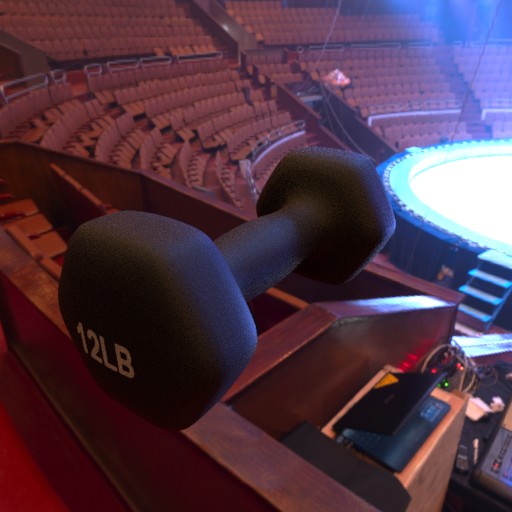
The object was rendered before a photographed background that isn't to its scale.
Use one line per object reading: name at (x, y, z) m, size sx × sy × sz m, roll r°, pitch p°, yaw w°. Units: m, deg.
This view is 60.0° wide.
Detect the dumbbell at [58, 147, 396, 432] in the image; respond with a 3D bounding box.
dumbbell at (0.000, 0.000, 0.282) m, size 0.112 × 0.101 × 0.231 m, roll 18°, pitch 31°, yaw 32°
